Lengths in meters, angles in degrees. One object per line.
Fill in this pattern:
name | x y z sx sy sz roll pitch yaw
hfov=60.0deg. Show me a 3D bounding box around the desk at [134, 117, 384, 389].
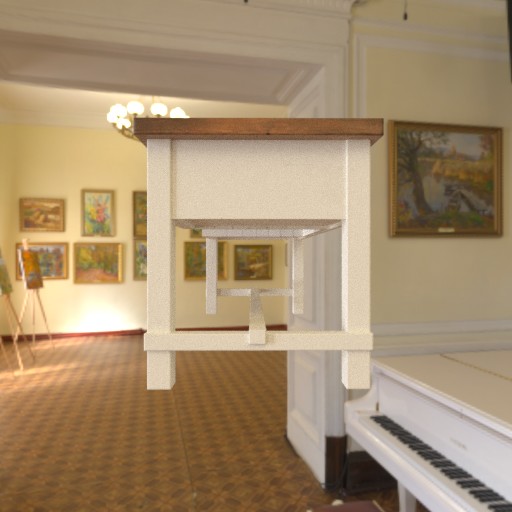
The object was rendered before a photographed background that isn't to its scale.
desk | 0.000 0.000 2.122 0.688 0.762 1.803 0 0 -1
